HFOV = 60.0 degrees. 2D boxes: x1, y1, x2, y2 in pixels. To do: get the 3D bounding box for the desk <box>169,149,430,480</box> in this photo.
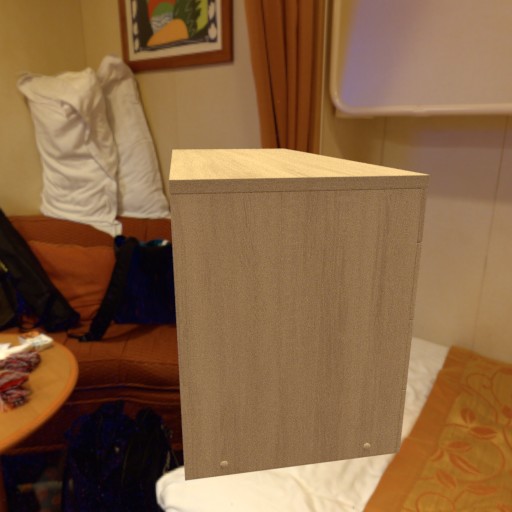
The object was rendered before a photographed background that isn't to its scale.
[{"bbox_3d":[0.000,0.000,1.701,0.600,0.740,1.390,-3,16,-10],"label":"desk"}]
